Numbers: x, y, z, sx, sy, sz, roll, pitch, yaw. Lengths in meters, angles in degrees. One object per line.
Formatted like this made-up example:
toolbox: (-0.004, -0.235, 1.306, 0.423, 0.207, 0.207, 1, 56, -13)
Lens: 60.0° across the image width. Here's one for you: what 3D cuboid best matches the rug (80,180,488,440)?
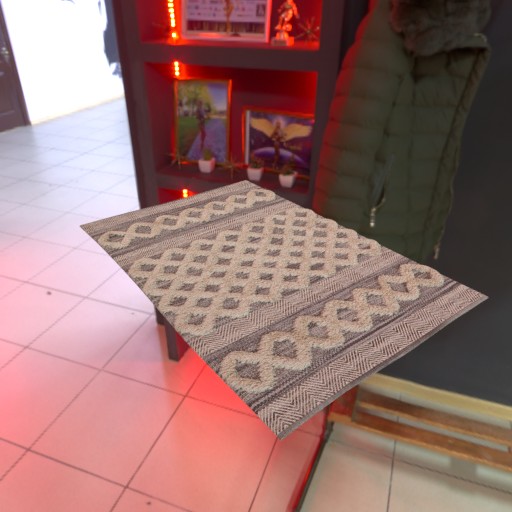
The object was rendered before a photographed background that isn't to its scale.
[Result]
rug: (0.000, 0.000, 2.280, 1.222, 0.030, 1.823, -21, 37, -32)
